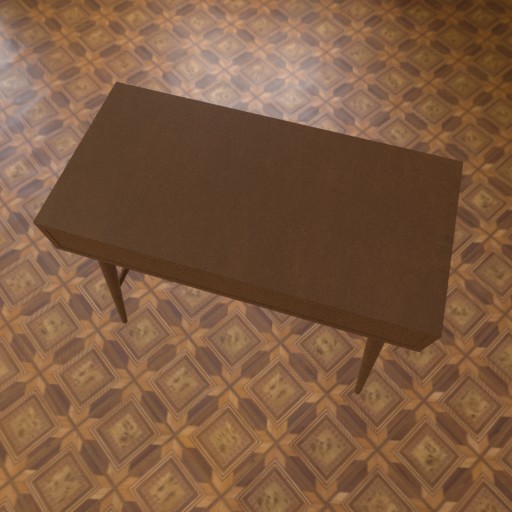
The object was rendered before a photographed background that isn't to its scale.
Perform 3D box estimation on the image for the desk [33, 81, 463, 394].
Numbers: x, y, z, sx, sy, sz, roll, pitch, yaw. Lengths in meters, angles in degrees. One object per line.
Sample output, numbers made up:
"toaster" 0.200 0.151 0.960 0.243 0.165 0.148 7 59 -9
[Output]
"desk" 0.000 0.000 1.420 0.949 0.758 0.510 15 66 7
